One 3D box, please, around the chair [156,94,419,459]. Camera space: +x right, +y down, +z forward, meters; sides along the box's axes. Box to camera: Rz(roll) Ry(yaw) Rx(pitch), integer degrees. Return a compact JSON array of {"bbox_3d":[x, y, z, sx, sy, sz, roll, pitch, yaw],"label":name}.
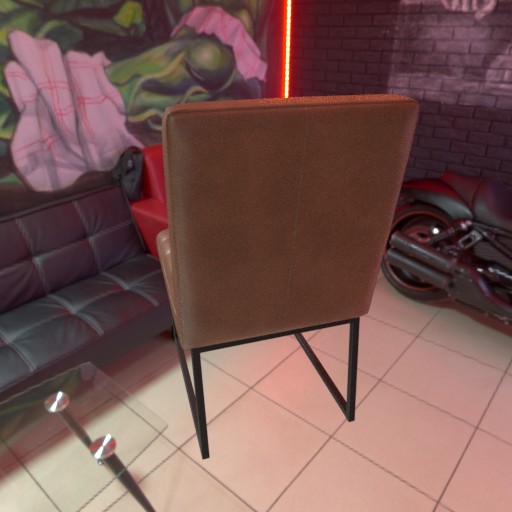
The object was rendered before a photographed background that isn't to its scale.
[{"bbox_3d":[0.000,0.000,1.277,0.520,0.930,0.634,-8,28,-15],"label":"chair"}]
